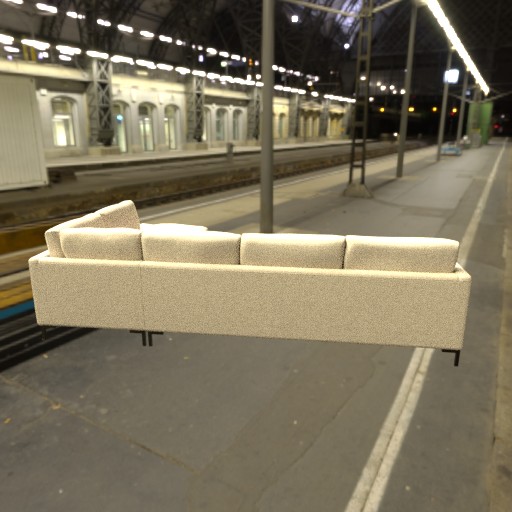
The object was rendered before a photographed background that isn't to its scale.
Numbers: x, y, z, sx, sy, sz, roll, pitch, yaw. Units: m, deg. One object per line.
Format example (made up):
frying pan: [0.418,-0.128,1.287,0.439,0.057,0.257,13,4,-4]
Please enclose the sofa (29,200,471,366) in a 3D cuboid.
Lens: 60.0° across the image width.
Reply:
sofa: [0.000,0.000,3.847,2.949,0.815,2.007,2,16,7]
